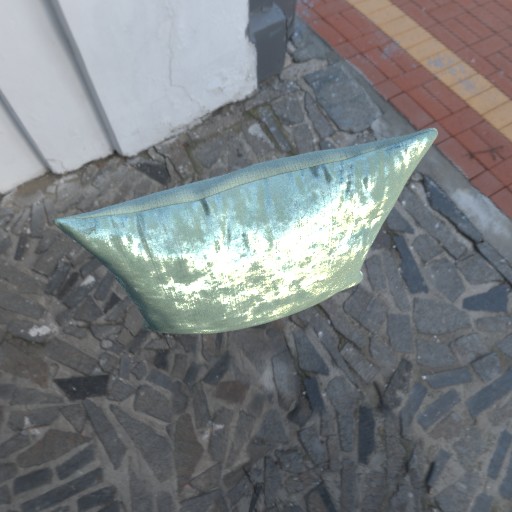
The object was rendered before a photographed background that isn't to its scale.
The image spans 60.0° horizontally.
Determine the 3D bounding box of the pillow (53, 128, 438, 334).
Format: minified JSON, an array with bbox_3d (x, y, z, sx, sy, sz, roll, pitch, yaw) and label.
[{"bbox_3d":[0.000,0.000,0.721,0.470,0.464,0.175,-14,64,-7],"label":"pillow"}]
